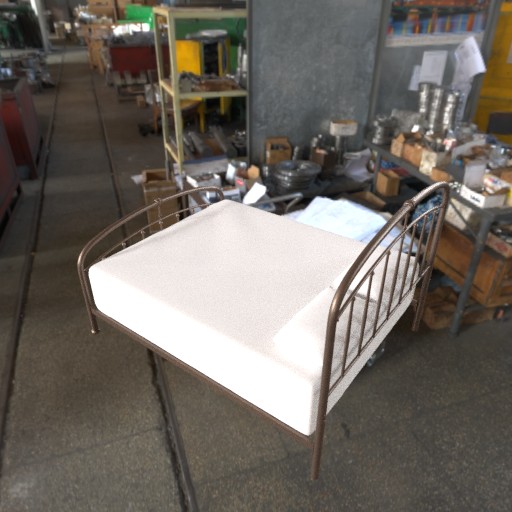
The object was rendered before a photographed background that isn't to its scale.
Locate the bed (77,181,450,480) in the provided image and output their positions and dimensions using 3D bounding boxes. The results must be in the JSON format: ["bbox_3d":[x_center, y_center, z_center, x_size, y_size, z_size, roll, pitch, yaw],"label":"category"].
[{"bbox_3d":[0.000,0.000,3.340,2.168,1.475,1.711,21,37,31],"label":"bed"}]
